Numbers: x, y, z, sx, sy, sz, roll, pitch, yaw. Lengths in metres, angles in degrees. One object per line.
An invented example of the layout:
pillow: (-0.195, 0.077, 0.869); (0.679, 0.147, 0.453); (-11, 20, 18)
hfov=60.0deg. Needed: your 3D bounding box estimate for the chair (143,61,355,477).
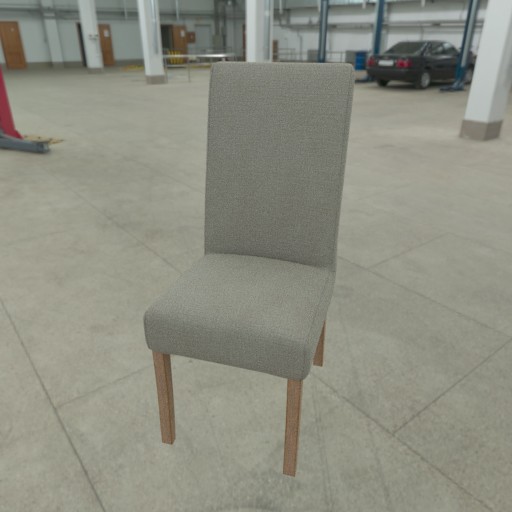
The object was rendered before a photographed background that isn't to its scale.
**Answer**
chair: (0.000, 0.000, 1.319); (0.450, 1.033, 0.611); (8, 27, 15)
